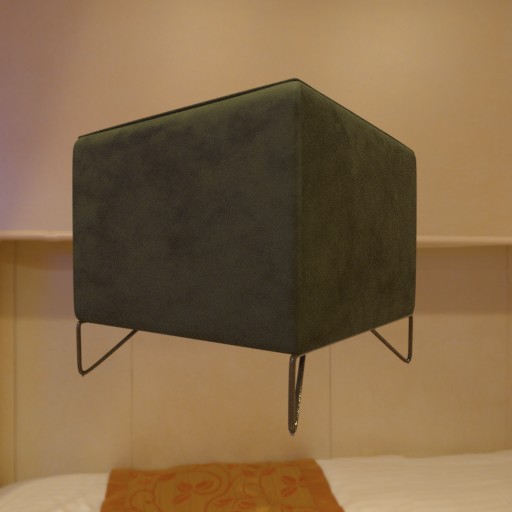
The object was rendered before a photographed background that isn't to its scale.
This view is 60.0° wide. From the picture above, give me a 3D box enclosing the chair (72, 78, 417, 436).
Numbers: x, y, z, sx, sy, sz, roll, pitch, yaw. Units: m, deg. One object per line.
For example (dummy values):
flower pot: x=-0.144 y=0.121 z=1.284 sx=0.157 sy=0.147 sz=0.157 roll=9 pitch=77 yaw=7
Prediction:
chair: x=0.000 y=0.000 z=1.553 sx=0.880 sy=0.790 sz=0.894 roll=0 pitch=0 yaw=36
